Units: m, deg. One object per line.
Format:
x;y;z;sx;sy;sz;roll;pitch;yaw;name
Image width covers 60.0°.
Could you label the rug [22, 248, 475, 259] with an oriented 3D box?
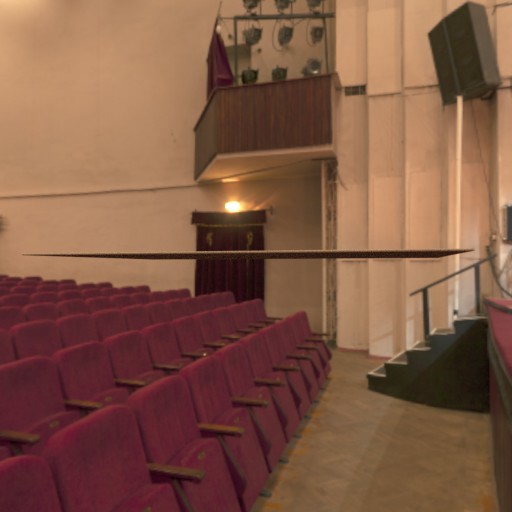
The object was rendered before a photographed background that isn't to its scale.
0.000;0.000;2.986;2.435;0.011;1.517;0;-2;17;rug
